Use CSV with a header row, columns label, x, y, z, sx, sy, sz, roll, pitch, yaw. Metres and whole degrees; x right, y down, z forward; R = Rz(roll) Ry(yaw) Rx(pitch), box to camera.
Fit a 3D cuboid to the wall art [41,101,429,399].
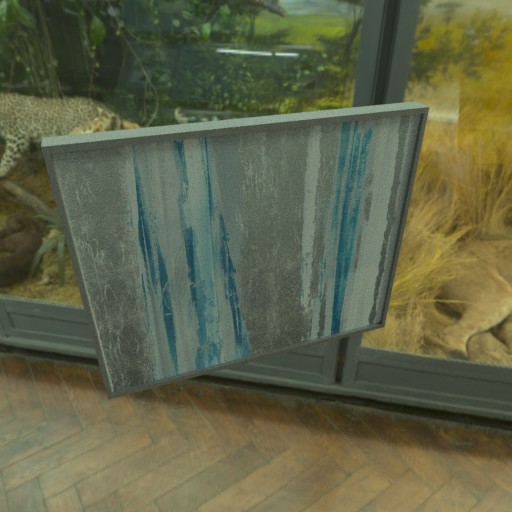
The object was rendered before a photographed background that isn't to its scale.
label,x,y,z,sx,sy,sz,roll,pitch,yaw
wall art,0.000,0.000,0.743,0.557,0.450,0.037,-11,34,-16
